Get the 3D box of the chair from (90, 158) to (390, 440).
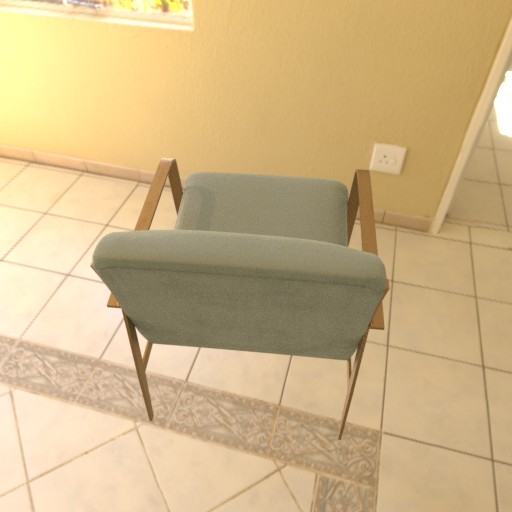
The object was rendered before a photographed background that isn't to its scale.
[{"bbox_3d":[0.000,0.000,1.435,0.701,0.824,0.842,4,46,4],"label":"chair"}]
